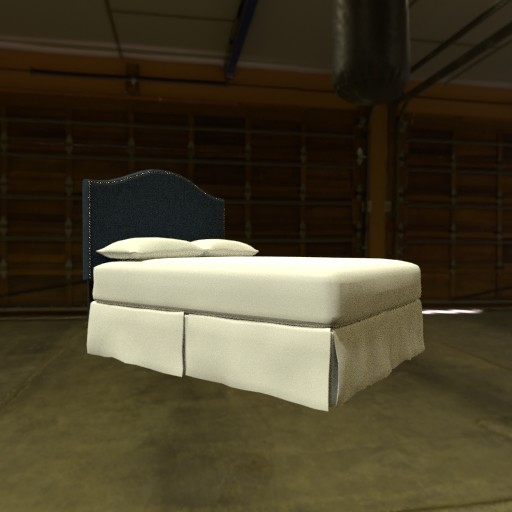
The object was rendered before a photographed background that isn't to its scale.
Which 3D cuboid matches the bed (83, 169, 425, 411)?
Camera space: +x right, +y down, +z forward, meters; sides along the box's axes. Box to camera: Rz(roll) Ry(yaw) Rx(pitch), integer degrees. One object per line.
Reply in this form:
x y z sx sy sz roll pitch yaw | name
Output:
0.000 0.000 3.414 2.153 1.518 1.713 1 1 35 | bed
